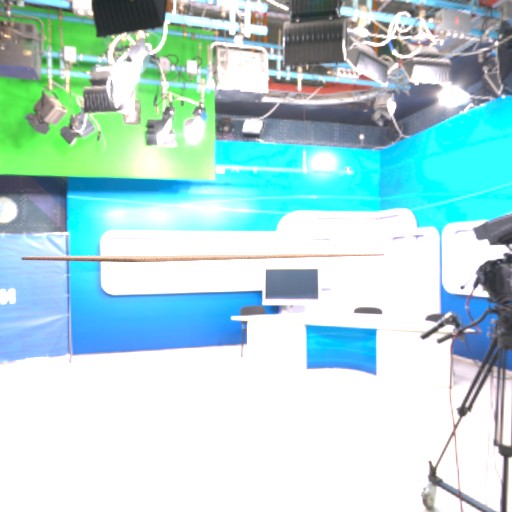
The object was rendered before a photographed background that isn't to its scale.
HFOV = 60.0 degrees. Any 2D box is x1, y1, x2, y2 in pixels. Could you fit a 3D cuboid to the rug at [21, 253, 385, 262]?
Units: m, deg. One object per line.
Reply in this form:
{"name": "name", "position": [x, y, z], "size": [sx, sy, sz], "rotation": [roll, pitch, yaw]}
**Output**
{"name": "rug", "position": [0.000, 0.000, 2.654], "size": [0.760, 0.015, 2.435], "rotation": [0, 1, 35]}
